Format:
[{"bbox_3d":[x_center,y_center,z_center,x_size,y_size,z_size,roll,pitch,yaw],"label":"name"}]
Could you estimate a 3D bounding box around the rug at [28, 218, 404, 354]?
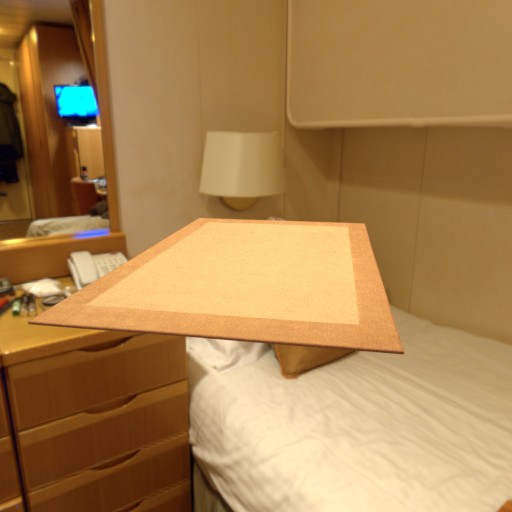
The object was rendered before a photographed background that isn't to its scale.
[{"bbox_3d":[0.000,0.000,2.890,1.524,0.014,2.438,3,16,10],"label":"rug"}]
